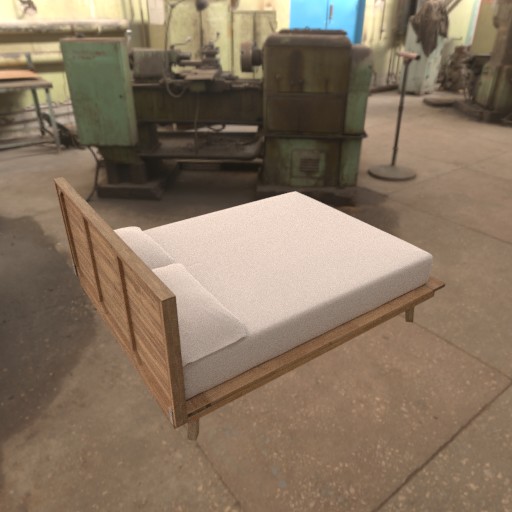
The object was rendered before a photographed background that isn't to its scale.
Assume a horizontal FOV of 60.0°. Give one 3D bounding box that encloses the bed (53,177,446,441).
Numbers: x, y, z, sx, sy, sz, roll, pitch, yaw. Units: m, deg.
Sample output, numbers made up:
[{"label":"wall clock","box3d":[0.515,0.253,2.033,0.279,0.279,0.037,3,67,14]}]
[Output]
[{"label":"bed","box3d":[0.000,0.000,3.167,2.145,1.071,1.759,-19,34,-30]}]
